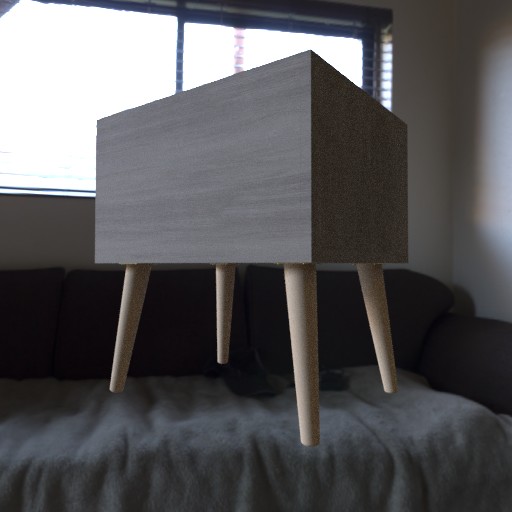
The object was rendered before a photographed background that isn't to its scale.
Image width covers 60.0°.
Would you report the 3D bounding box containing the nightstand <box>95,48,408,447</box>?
[{"bbox_3d":[0.000,0.000,0.828,0.450,0.500,0.380,-1,-1,37],"label":"nightstand"}]
